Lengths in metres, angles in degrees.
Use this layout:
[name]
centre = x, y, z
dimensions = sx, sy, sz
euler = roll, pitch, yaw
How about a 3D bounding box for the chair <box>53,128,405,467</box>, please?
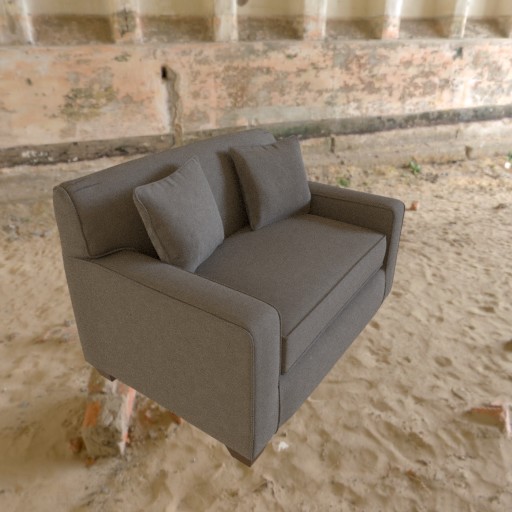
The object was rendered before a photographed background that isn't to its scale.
[chair]
centre = 0.000, 0.000, 2.094
dimensions = 0.992, 0.953, 1.395
euler = 18, 32, 31
